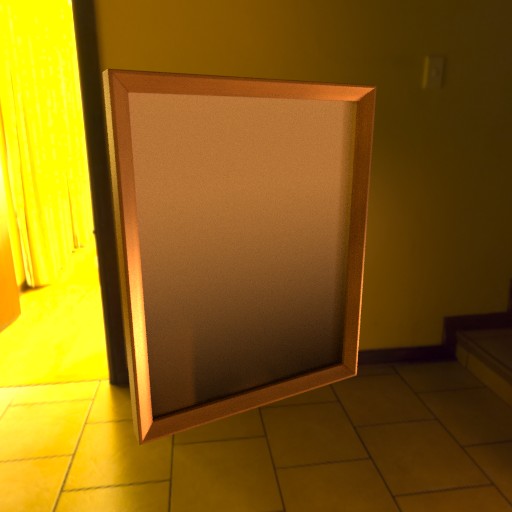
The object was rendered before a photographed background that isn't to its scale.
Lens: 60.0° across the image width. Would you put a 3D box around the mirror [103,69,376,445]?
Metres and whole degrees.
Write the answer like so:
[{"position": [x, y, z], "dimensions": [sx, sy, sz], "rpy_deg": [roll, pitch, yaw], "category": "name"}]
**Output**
[{"position": [0.000, 0.000, 0.685], "dimensions": [0.406, 0.509, 0.041], "rpy_deg": [-8, 18, -27], "category": "mirror"}]
